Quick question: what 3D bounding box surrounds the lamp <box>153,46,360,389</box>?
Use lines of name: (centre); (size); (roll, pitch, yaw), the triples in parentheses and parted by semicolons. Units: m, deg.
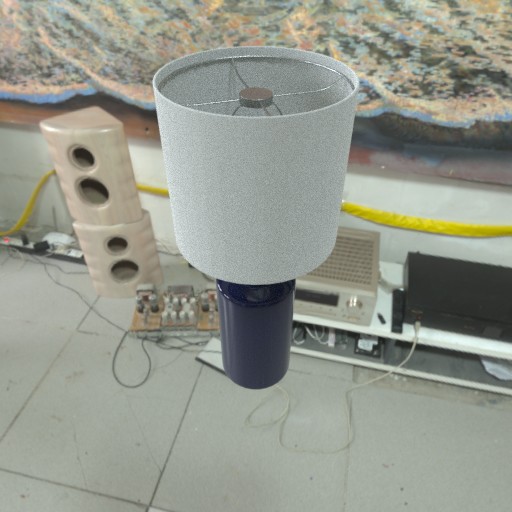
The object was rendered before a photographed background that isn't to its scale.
lamp: (0.000, 0.000, 0.620); (0.212, 0.493, 0.212); (-11, 42, -13)
